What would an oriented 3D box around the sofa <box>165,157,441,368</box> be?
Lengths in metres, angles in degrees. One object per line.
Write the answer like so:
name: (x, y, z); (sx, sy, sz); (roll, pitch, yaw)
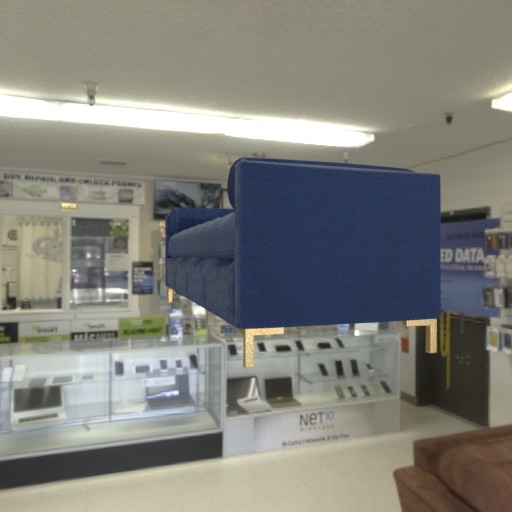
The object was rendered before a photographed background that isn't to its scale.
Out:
sofa: (0.000, 0.000, 2.484); (0.796, 0.705, 2.102); (0, 0, -18)
